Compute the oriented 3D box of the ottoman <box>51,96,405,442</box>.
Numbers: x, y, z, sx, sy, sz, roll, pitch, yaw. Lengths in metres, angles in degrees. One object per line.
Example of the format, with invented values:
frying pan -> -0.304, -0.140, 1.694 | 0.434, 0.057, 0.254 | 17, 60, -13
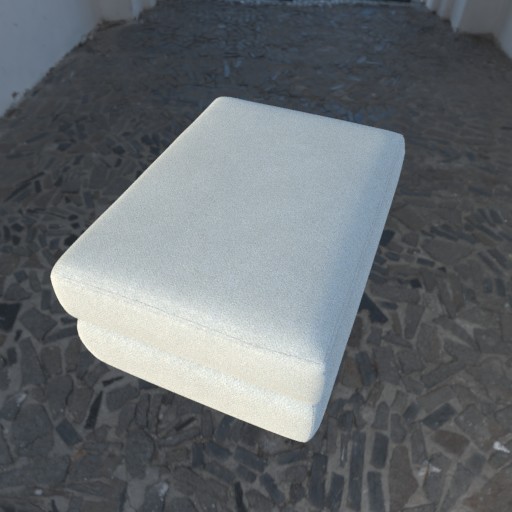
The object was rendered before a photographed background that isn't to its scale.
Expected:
ottoman -> 0.000, 0.000, 1.137 | 0.569, 0.499, 0.773 | 17, 49, 15
